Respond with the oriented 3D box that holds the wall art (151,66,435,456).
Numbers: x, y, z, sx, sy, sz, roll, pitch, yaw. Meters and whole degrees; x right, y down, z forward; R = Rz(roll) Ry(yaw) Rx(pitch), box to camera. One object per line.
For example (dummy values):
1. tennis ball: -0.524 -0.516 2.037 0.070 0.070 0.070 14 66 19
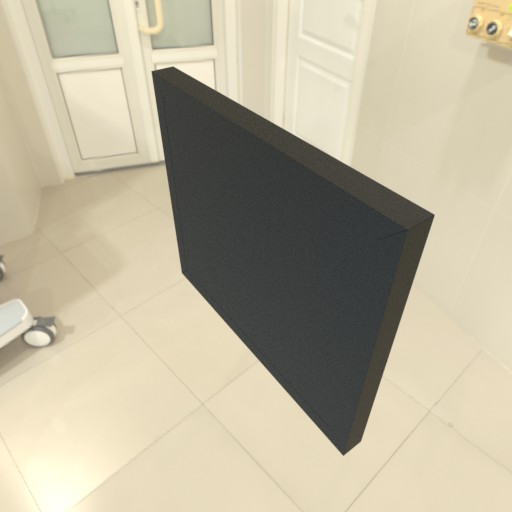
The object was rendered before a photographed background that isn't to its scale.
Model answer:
1. wall art: 0.000 0.000 0.526 0.029 0.330 0.381 -26 47 -26
